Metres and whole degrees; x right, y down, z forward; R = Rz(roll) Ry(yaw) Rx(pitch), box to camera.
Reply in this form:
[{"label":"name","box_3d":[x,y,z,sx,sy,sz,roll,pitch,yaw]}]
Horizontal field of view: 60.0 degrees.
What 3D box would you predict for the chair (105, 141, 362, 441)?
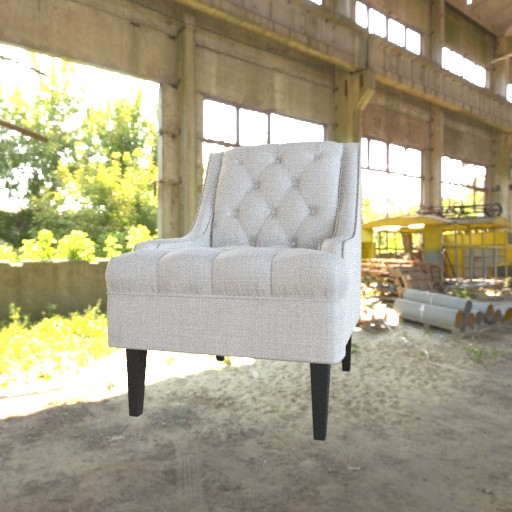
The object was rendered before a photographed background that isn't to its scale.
[{"label":"chair","box_3d":[0.000,0.000,1.457,0.658,0.891,0.772,0,1,17]}]
